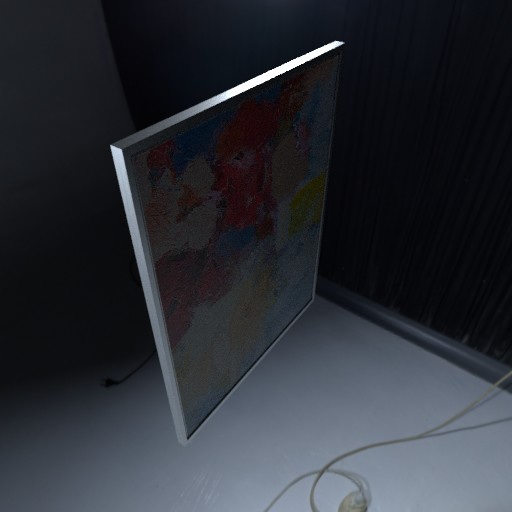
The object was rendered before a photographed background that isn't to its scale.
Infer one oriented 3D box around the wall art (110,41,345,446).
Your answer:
[{"bbox_3d":[0.000,0.000,1.353,0.030,1.046,0.816,25,46,27],"label":"wall art"}]
